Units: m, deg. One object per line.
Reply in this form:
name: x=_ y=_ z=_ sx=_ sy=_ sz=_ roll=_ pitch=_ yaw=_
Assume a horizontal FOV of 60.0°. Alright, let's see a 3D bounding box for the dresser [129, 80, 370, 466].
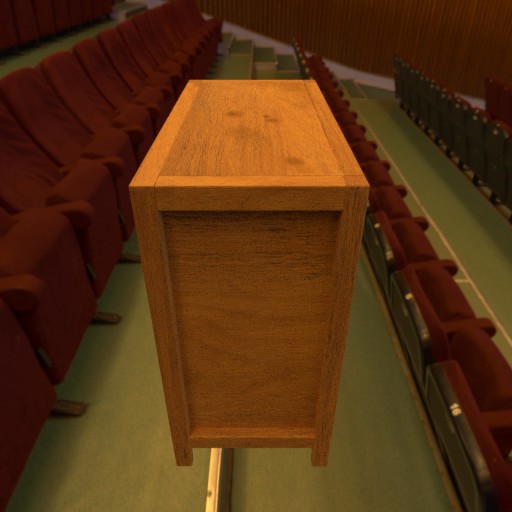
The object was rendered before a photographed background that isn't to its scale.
dresser: x=0.000 y=0.000 z=1.284 sx=0.427 sy=0.804 sz=0.804 roll=0 pitch=33 yaw=0
